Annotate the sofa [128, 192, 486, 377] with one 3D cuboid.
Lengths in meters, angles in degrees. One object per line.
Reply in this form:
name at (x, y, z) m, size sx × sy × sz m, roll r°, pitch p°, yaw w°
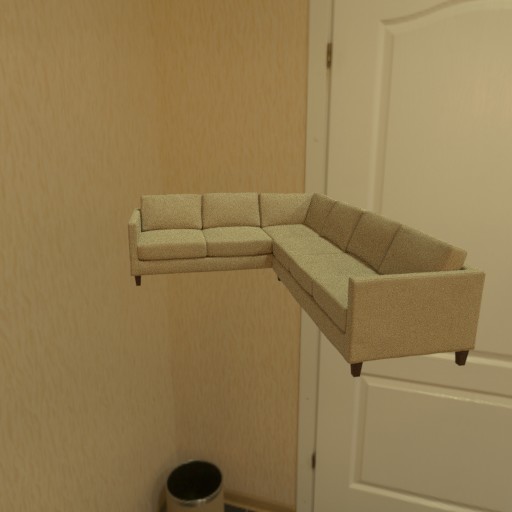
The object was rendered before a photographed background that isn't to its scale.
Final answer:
sofa at (0.000, 0.000, 4.203) m, size 2.432 × 0.863 × 3.182 m, roll -3°, pitch 15°, yaw -11°
